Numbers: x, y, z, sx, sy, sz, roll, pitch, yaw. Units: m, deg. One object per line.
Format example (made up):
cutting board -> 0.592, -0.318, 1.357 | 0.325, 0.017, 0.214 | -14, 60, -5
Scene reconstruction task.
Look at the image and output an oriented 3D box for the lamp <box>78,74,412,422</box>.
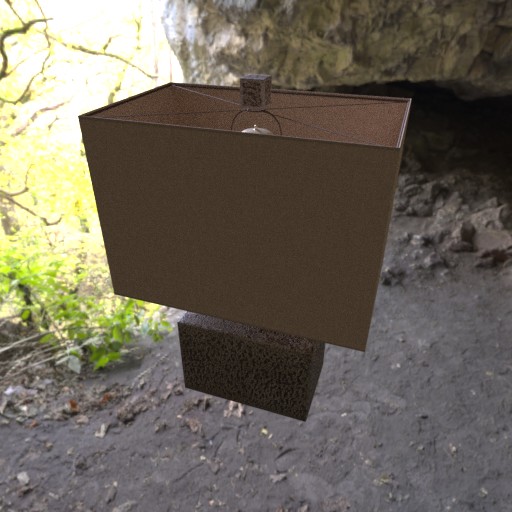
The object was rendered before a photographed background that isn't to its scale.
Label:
lamp -> 0.000, 0.000, 0.541 | 0.294, 0.411, 0.180 | 10, 33, 16
